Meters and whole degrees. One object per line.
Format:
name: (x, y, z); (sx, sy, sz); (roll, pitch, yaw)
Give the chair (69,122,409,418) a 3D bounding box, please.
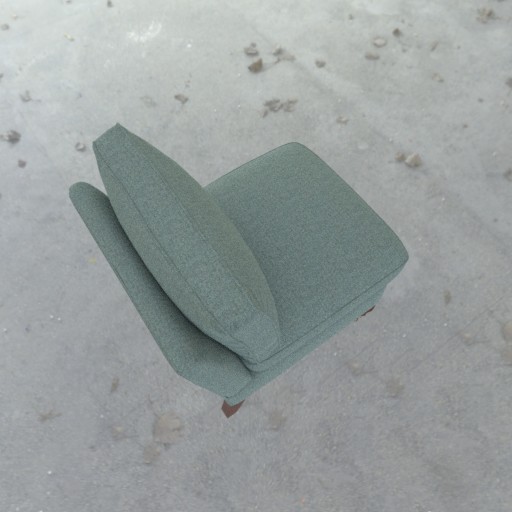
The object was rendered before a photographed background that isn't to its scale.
chair: (0.000, 0.000, 1.415); (0.796, 0.901, 0.624); (-31, 65, -16)
